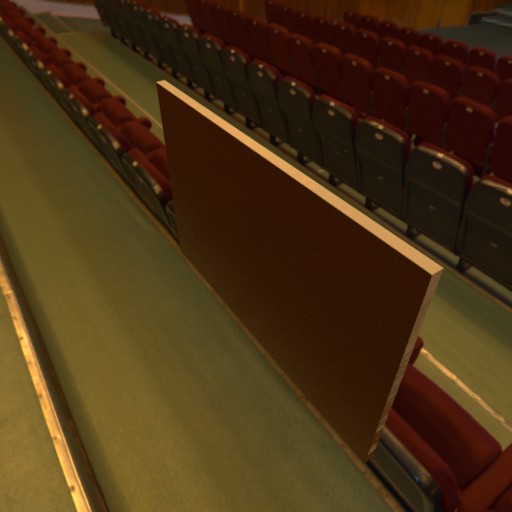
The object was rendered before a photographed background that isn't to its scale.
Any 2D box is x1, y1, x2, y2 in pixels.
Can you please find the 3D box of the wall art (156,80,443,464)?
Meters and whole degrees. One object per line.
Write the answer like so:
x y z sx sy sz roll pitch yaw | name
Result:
0.000 0.000 1.133 0.027 0.610 0.932 -24 47 -25 | wall art
